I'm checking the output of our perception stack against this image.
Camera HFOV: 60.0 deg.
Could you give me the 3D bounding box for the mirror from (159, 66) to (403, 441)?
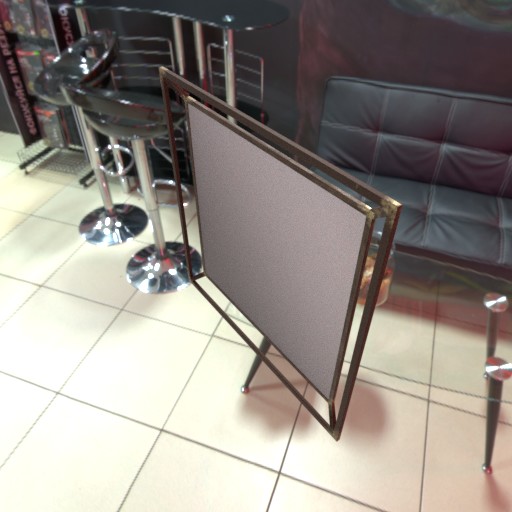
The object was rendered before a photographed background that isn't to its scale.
[{"bbox_3d":[0.000,0.000,0.928,0.032,0.610,0.610,-27,48,-27],"label":"mirror"}]
